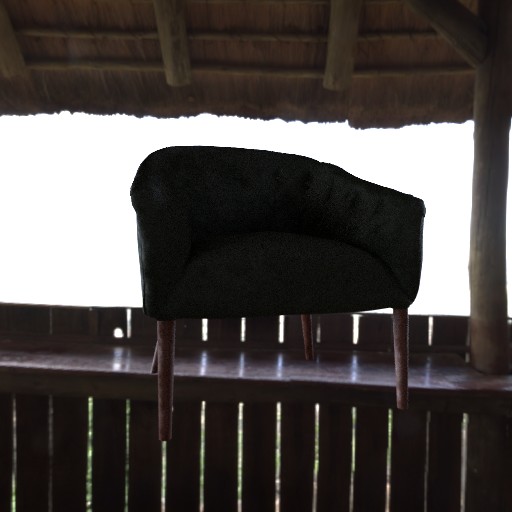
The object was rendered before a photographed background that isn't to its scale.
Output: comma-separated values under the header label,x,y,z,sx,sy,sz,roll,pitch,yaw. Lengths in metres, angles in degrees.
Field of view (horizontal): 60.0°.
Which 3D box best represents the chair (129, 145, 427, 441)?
label,x,y,z,sx,sy,sz,roll,pitch,yaw
chair,0.000,0.000,1.513,0.851,0.885,0.776,0,1,-18
